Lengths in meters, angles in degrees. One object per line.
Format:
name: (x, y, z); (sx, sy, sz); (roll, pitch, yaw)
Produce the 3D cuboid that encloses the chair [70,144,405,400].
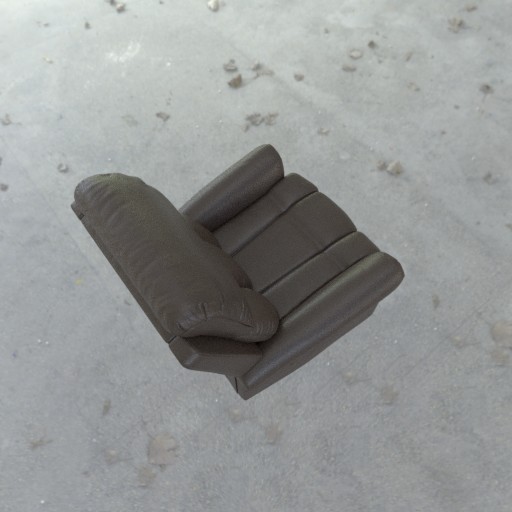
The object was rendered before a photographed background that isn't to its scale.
chair: (0.000, 0.000, 1.736); (0.978, 1.028, 0.869); (-34, 64, -19)
